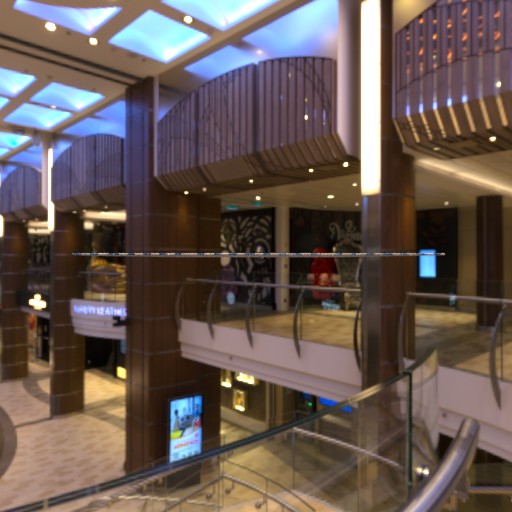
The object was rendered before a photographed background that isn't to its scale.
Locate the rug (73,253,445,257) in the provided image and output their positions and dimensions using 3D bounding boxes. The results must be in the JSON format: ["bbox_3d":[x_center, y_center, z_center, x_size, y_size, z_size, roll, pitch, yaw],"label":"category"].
[{"bbox_3d":[0.000,0.000,3.032,1.531,0.008,2.439,0,0,0],"label":"rug"}]
